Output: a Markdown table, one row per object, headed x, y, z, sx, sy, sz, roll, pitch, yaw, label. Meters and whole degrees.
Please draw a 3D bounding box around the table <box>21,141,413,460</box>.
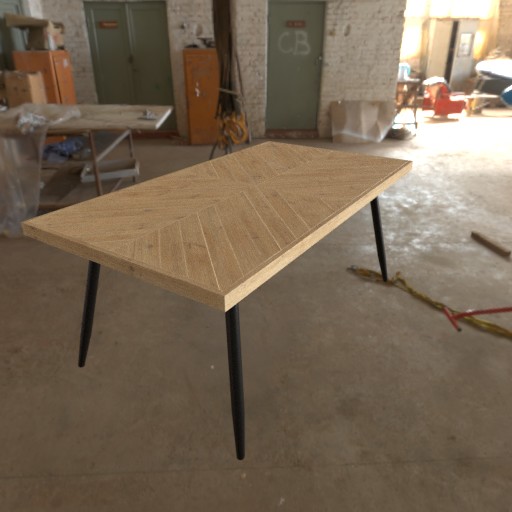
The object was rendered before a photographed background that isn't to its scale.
| x | y | z | sx | sy | sz | roll | pitch | yaw | label |
| --- | --- | --- | --- | --- | --- | --- | --- | --- | --- |
| 0.000 | 0.000 | 2.314 | 0.991 | 0.762 | 1.803 | 16 | 31 | 30 | table |
